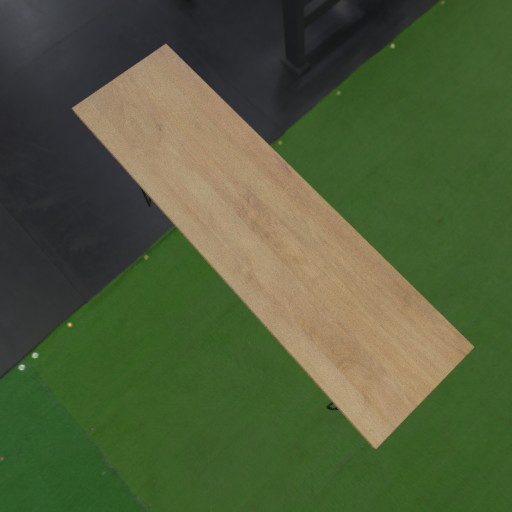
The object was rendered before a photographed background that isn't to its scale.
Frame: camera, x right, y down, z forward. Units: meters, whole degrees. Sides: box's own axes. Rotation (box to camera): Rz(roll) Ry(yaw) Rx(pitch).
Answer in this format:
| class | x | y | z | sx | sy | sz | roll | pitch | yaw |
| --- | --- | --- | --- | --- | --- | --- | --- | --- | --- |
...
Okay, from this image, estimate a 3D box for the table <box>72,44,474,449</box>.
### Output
| class | x | y | z | sx | sy | sz | roll | pitch | yaw |
| --- | --- | --- | --- | --- | --- | --- | --- | --- | --- |
| table | 0.000 | 0.000 | 1.740 | 0.399 | 0.799 | 1.400 | -40 | 77 | -11 |
